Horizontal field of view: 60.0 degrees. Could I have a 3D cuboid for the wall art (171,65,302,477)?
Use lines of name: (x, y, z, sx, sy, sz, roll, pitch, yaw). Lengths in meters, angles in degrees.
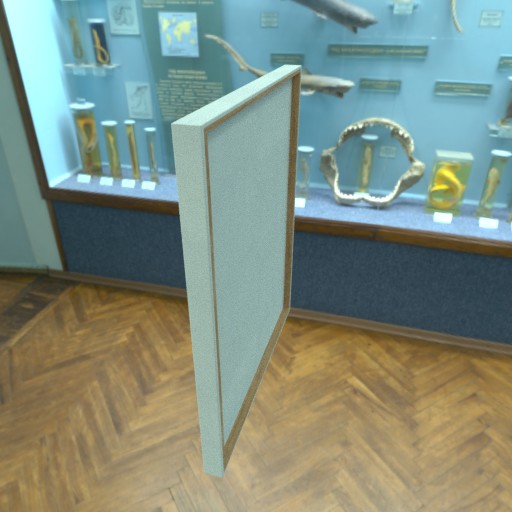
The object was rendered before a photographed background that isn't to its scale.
wall art: (0.000, 0.000, 0.833, 0.037, 0.606, 0.508, 9, 31, 15)
